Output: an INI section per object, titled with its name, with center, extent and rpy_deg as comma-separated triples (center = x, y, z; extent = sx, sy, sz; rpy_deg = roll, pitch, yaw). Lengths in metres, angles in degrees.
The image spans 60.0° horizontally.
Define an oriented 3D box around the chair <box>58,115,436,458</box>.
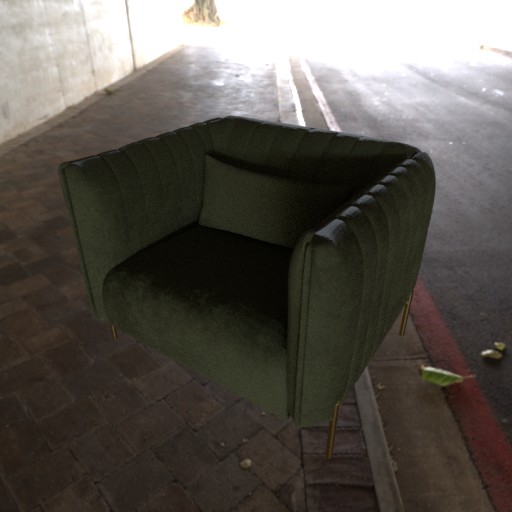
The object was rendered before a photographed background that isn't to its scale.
[chair]
center = 0.000, 0.000, 1.639
extent = 1.032, 0.794, 0.877
rpy_deg = 19, 35, 29
